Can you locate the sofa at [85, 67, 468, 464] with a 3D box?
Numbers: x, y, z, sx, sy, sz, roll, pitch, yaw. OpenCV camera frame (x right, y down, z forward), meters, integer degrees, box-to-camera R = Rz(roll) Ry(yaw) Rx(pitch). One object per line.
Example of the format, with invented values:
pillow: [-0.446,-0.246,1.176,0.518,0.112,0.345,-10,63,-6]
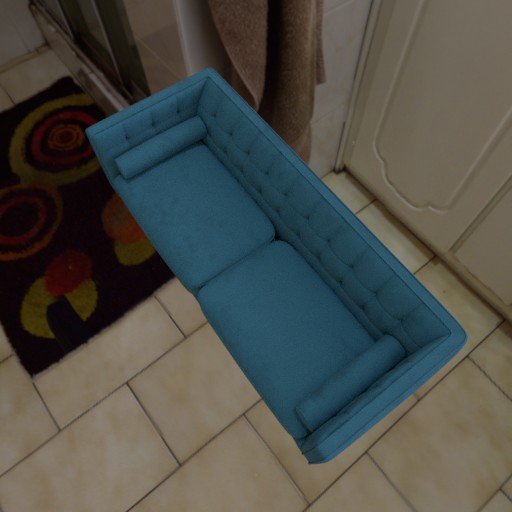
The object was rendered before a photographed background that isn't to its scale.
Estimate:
sofa: [0.000,0.000,2.514,0.867,0.789,2.087,-33,68,-15]
